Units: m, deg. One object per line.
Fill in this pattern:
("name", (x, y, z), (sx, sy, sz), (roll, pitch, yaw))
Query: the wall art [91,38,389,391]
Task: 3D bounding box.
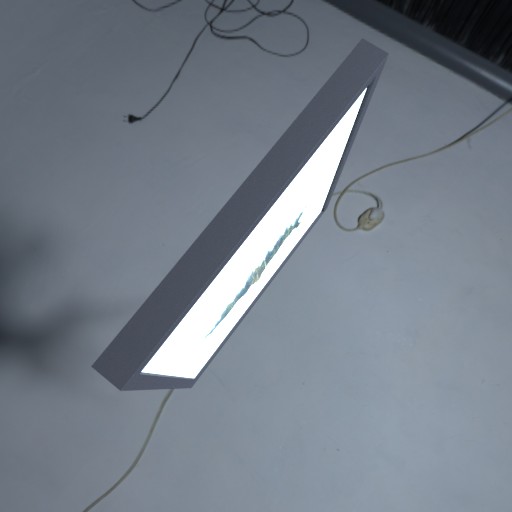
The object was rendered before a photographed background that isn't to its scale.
("wall art", (0.000, 0.000, 0.750), (0.040, 0.509, 0.509), (36, 77, 10))
